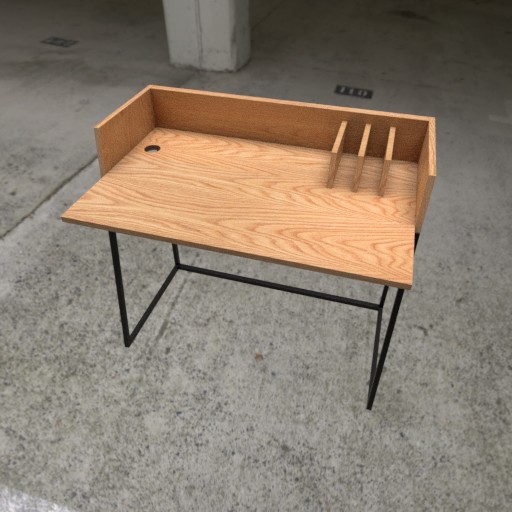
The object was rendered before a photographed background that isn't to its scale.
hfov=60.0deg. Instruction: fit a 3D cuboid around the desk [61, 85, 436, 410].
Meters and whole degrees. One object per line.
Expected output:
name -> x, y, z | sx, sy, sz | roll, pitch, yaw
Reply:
desk -> 0.000, 0.000, 1.882 | 1.191, 1.061, 0.769 | 11, 42, 12
